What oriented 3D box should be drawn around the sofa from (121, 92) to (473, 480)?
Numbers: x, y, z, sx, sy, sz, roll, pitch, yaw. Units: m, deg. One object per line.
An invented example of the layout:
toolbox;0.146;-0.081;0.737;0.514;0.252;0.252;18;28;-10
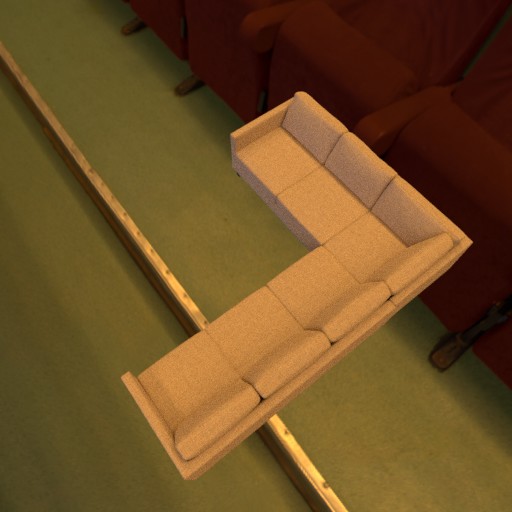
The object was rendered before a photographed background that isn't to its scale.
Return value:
sofa;0.000;0.000;4.253;3.182;0.863;2.432;-34;68;-16
